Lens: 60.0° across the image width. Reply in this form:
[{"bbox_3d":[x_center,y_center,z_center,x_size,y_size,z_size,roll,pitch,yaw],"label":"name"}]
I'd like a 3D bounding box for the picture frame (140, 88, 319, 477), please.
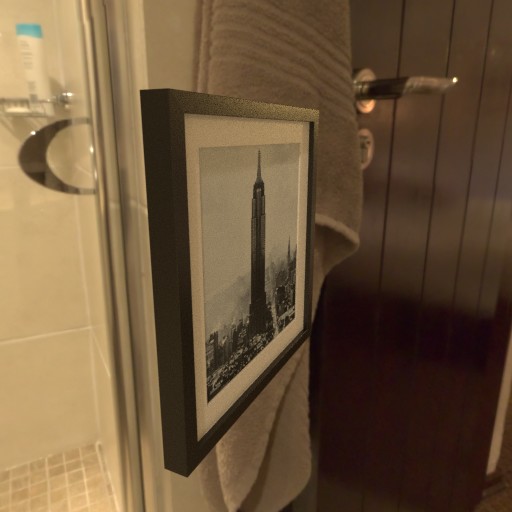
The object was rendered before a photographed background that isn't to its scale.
[{"bbox_3d":[0.000,0.000,0.540,0.029,0.353,0.355,7,17,25],"label":"picture frame"}]
